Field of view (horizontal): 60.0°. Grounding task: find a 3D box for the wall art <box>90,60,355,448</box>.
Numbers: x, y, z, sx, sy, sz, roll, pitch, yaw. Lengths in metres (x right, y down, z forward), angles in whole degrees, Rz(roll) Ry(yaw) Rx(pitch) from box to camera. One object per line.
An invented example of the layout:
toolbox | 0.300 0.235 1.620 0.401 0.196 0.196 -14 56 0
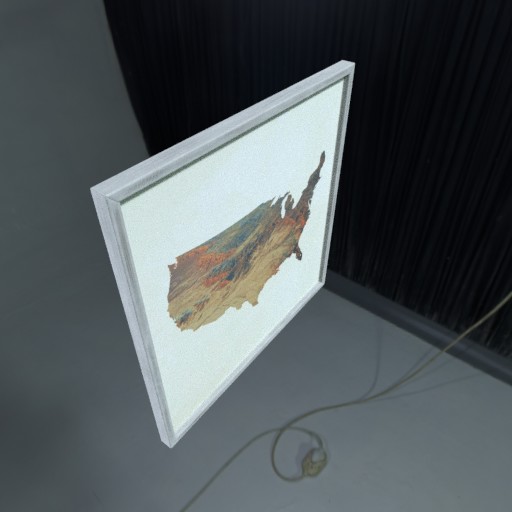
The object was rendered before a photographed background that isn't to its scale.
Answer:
wall art | 0.000 0.000 0.447 0.015 0.303 0.303 26 47 28
